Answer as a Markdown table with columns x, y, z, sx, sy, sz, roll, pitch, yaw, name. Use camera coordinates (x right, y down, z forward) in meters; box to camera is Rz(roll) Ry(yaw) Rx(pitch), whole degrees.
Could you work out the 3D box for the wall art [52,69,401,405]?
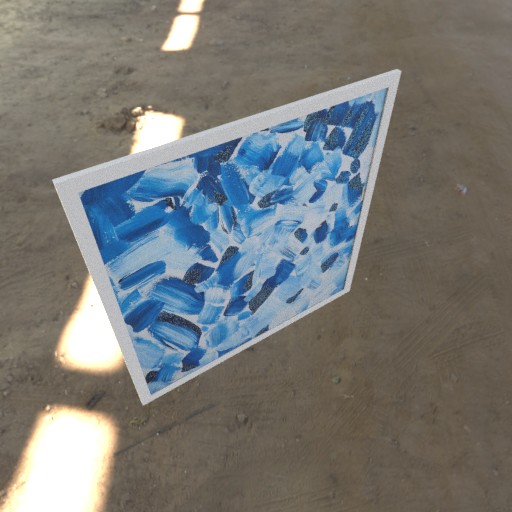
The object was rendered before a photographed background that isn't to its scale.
| x | y | z | sx | sy | sz | roll | pitch | yaw | name |
| --- | --- | --- | --- | --- | --- | --- | --- | --- | --- |
| 0.000 | 0.000 | 1.190 | 0.812 | 0.812 | 0.015 | -25 | 51 | -22 | wall art |
